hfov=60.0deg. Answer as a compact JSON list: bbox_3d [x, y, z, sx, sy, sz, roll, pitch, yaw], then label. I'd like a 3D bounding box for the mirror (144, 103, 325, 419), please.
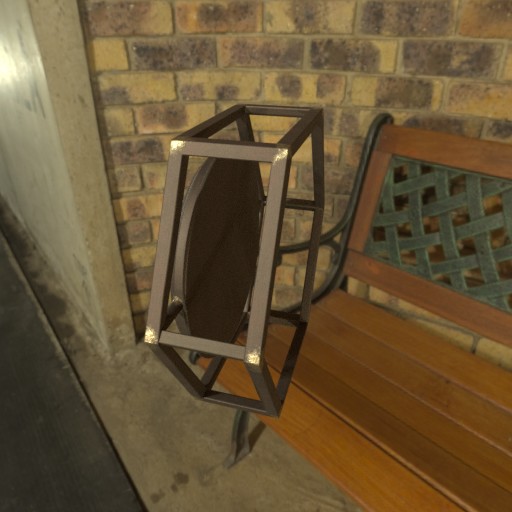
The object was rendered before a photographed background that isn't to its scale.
[{"bbox_3d":[0.000,0.000,0.561,0.119,0.334,0.380,8,30,14],"label":"mirror"}]
